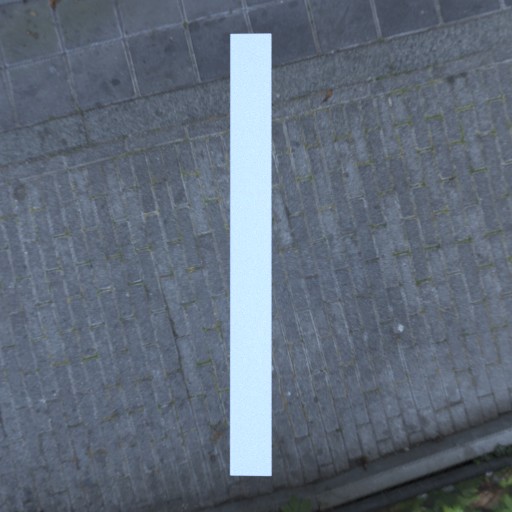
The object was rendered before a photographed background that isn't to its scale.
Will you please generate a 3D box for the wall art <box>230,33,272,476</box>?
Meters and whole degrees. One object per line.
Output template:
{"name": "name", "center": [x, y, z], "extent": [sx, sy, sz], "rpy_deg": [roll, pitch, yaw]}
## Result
{"name": "wall art", "center": [0.000, 0.000, 0.610], "extent": [0.038, 0.406, 0.406], "rpy_deg": [0, 89, 1]}
